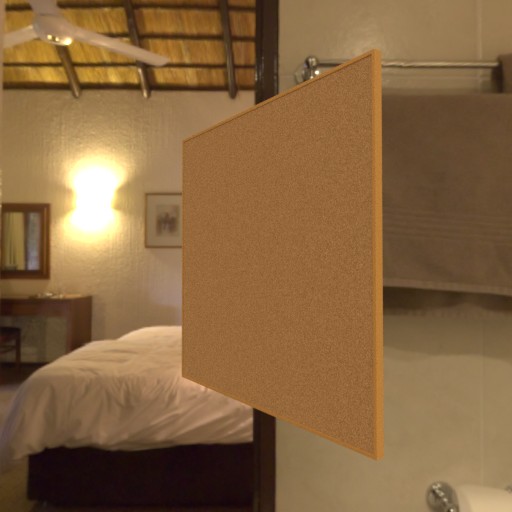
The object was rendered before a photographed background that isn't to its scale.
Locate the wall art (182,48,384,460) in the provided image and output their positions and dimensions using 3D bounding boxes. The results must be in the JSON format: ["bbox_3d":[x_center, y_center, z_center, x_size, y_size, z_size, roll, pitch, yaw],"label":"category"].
[{"bbox_3d":[0.000,0.000,0.675,0.013,0.455,0.457,1,-1,-37],"label":"wall art"}]
